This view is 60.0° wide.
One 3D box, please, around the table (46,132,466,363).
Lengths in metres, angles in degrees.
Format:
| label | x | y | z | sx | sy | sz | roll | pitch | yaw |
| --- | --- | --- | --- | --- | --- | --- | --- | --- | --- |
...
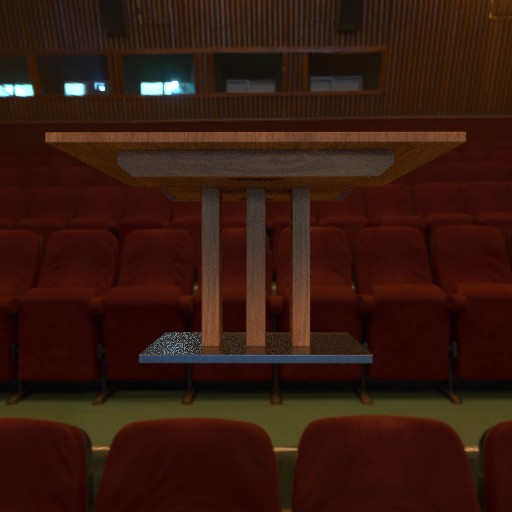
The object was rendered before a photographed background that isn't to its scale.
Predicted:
| label | x | y | z | sx | sy | sz | roll | pitch | yaw |
| --- | --- | --- | --- | --- | --- | --- | --- | --- | --- |
| table | 0.000 | 0.000 | 1.822 | 1.300 | 0.770 | 0.900 | 0 | 0 | 0 |
